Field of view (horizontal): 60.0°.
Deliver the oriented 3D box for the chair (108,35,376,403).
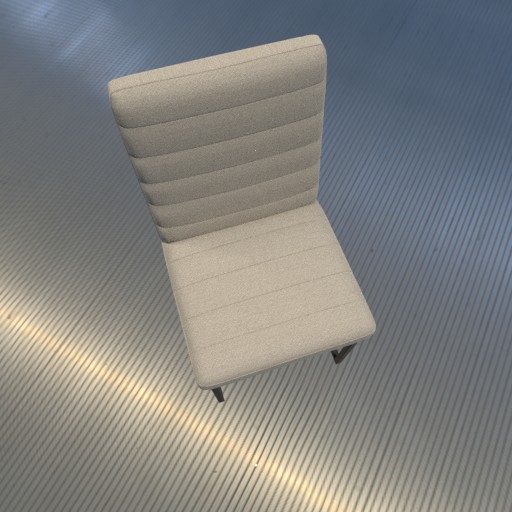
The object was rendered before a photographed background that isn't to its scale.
[{"bbox_3d":[0.000,0.000,1.296,0.520,0.930,0.634,-16,66,-7],"label":"chair"}]
